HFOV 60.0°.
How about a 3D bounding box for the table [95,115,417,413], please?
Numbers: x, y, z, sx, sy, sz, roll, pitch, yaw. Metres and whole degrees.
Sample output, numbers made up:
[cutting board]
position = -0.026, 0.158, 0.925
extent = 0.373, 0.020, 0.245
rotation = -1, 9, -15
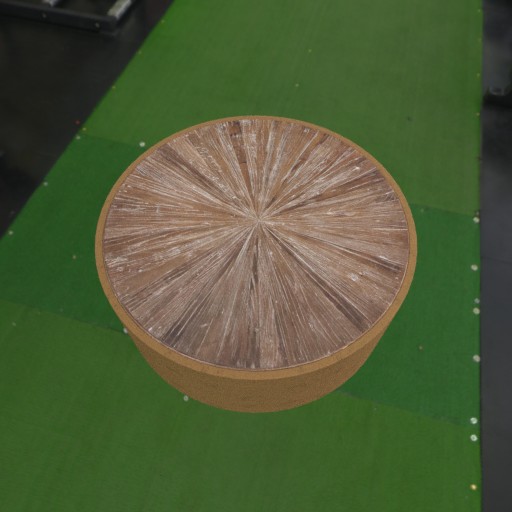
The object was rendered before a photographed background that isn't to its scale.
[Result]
[table]
position = 0.000, 0.000, 1.569
extent = 1.001, 0.409, 1.001
rotation = 0, 58, 0
